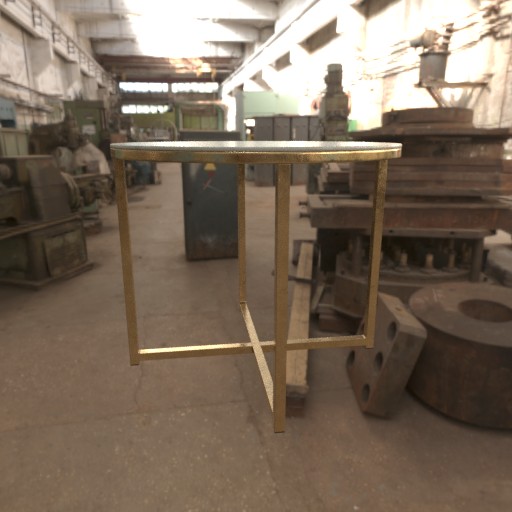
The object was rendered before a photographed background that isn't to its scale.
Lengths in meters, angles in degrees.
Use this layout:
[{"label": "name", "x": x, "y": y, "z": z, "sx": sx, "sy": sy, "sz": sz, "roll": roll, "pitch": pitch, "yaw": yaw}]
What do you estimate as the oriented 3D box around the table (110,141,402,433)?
[{"label": "table", "x": 0.000, "y": 0.000, "z": 0.851, "sx": 0.500, "sy": 0.420, "sz": 0.500, "roll": 0, "pitch": 15, "yaw": 0}]
